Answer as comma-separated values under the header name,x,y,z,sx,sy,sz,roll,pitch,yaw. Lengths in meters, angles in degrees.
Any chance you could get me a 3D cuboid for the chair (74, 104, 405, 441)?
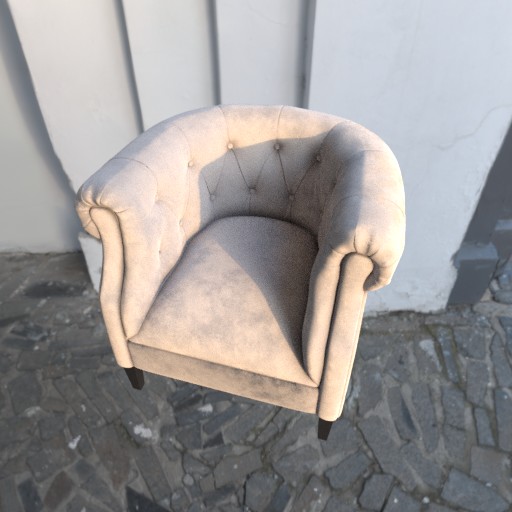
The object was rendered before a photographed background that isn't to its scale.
name,x,y,z,sx,sy,sz,roll,pitch,yaw
chair,0.000,0.000,1.578,0.904,0.826,0.851,11,42,12
